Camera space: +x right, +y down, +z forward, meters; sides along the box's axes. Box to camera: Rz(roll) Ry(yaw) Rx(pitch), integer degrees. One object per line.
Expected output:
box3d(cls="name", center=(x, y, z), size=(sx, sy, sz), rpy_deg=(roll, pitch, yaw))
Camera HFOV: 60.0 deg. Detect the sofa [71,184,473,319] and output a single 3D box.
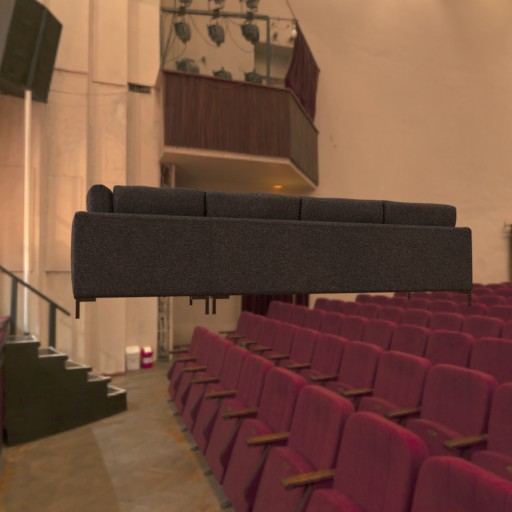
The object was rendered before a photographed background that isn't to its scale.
box3d(cls="sofa", center=(0.000, 0.000, 3.928), size=(2.949, 0.815, 2.007), rpy_deg=(1, -2, -19))
